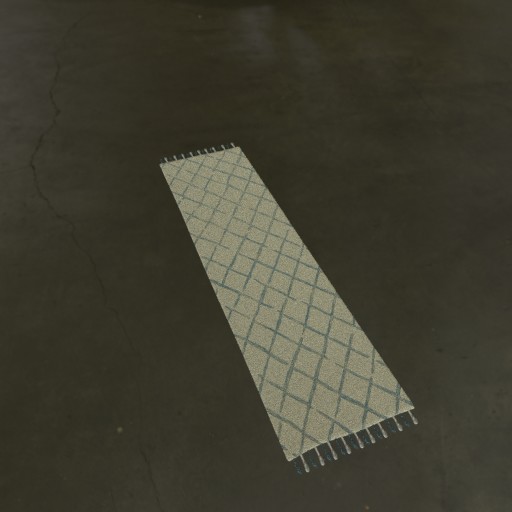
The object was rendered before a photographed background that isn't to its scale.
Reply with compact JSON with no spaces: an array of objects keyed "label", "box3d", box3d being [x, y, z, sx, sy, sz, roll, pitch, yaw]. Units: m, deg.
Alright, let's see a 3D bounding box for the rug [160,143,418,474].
[{"label":"rug","box3d":[0.000,0.000,2.604,0.620,0.008,2.372,-16,49,-15]}]
